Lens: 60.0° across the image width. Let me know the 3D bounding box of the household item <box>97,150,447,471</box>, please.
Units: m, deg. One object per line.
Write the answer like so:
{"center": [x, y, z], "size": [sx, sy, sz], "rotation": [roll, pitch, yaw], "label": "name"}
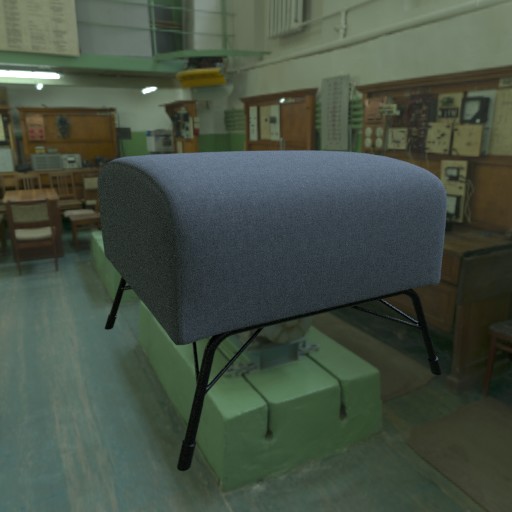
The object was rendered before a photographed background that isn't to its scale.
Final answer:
{"center": [0.000, 0.000, 0.894], "size": [0.530, 0.410, 0.530], "rotation": [-9, 18, -28], "label": "household item"}
